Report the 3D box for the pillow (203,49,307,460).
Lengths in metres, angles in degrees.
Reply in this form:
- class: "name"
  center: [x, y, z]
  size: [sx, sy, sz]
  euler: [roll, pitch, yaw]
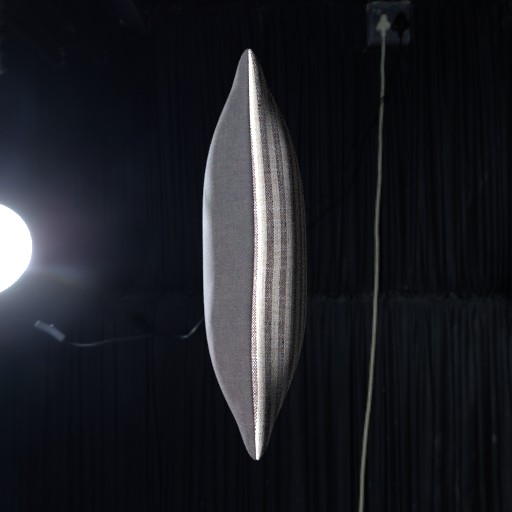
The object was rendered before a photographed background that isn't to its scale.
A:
- class: "pillow"
  center: [0.000, 0.000, 0.796]
  size: [0.166, 0.506, 0.523]
  euler: [0, -2, 1]
